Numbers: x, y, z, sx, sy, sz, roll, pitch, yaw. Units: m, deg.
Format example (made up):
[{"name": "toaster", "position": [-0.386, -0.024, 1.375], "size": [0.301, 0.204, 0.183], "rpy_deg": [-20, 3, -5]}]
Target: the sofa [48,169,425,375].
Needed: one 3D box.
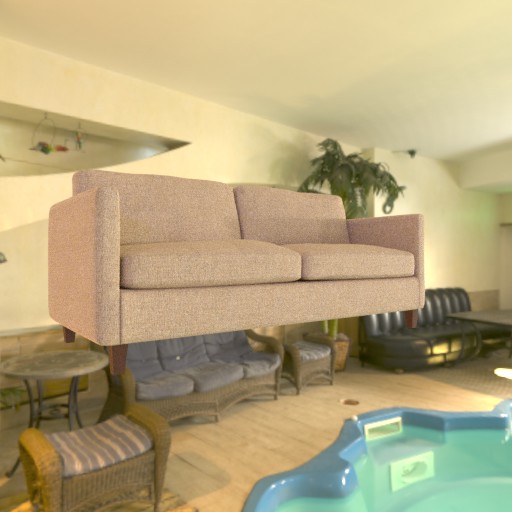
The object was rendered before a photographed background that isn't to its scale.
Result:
[{"name": "sofa", "position": [0.000, 0.000, 2.732], "size": [2.208, 0.965, 0.951], "rpy_deg": [0, 0, -36]}]
